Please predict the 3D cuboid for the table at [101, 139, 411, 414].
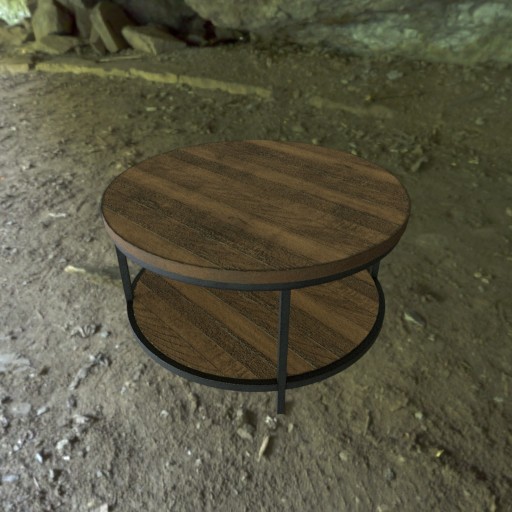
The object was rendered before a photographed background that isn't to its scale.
[{"bbox_3d":[0.000,0.000,1.372,0.837,0.462,0.837,0,33,0],"label":"table"}]
